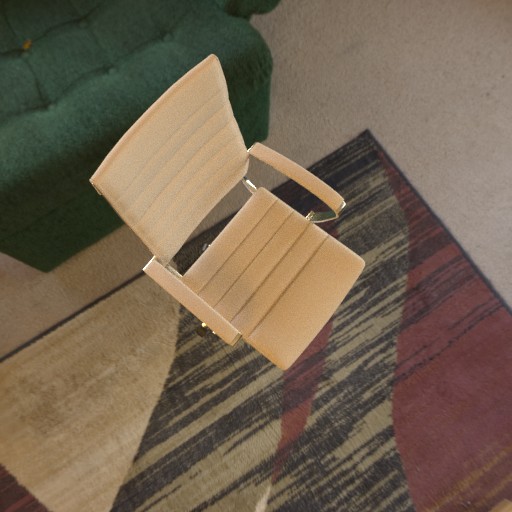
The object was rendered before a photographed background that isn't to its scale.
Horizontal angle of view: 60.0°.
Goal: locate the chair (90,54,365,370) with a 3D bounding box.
[{"bbox_3d":[0.000,0.000,1.543,0.667,1.149,0.679,38,78,9],"label":"chair"}]
